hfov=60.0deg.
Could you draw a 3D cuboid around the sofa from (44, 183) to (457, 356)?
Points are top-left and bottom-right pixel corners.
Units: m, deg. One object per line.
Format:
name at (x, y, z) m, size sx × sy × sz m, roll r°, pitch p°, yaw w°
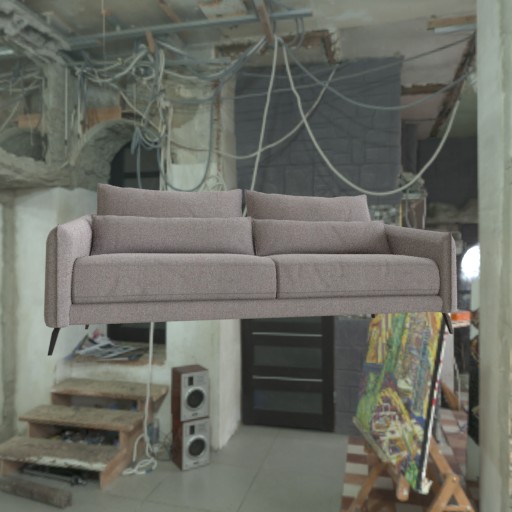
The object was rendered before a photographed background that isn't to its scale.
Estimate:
sofa at (0.000, 0.000, 2.446) m, size 2.022 × 0.833 × 0.809 m, roll 0°, pitch -1°, yaw -16°
